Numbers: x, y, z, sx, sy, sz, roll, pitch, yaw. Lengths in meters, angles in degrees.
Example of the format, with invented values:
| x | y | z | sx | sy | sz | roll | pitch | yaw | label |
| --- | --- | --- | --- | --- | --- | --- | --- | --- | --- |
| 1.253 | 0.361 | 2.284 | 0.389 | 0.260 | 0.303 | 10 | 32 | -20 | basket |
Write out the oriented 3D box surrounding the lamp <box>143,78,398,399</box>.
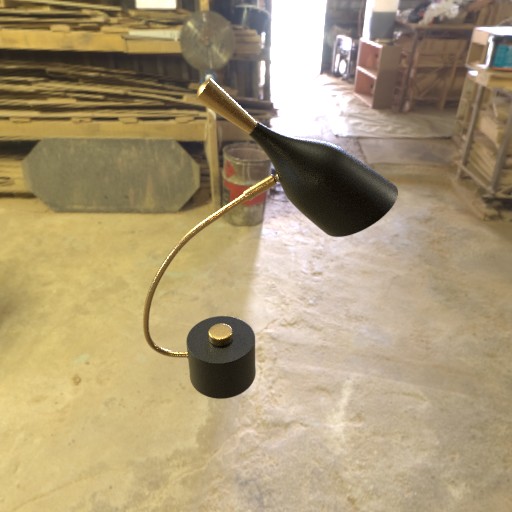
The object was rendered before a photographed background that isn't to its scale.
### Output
| x | y | z | sx | sy | sz | roll | pitch | yaw | label |
| --- | --- | --- | --- | --- | --- | --- | --- | --- | --- |
| 0.000 | 0.000 | 0.615 | 0.352 | 0.464 | 0.110 | 1 | 33 | 1 | lamp |
